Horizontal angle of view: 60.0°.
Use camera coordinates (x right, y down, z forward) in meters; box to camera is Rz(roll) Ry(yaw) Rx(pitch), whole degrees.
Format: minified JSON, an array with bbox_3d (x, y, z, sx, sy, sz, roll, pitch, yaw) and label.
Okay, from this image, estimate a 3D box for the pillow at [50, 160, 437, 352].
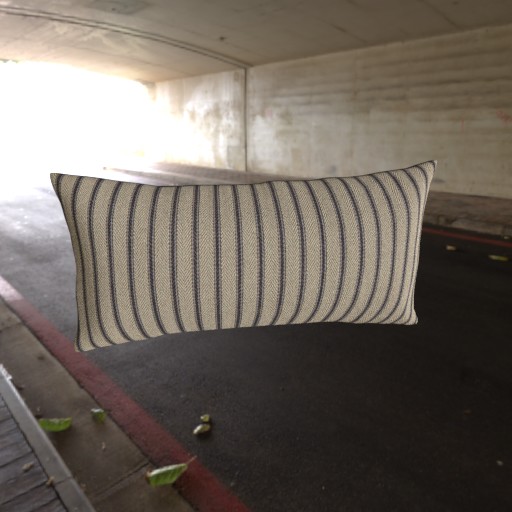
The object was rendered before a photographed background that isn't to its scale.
[{"bbox_3d":[0.000,0.000,0.732,0.609,0.305,0.151,-3,16,-9],"label":"pillow"}]
